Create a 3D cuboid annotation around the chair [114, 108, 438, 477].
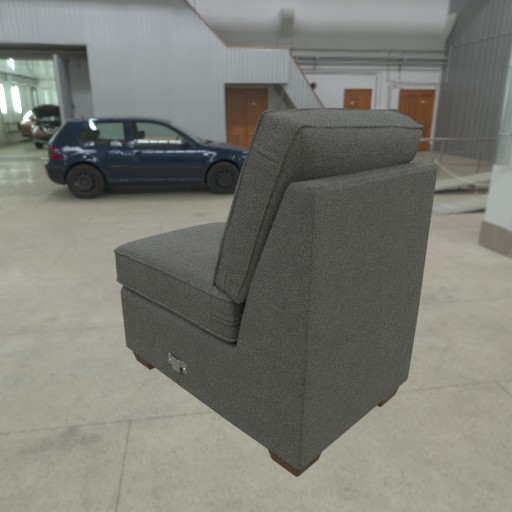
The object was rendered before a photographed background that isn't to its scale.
[{"bbox_3d":[0.000,0.000,1.531,0.621,0.970,0.938,-17,25,-42],"label":"chair"}]
